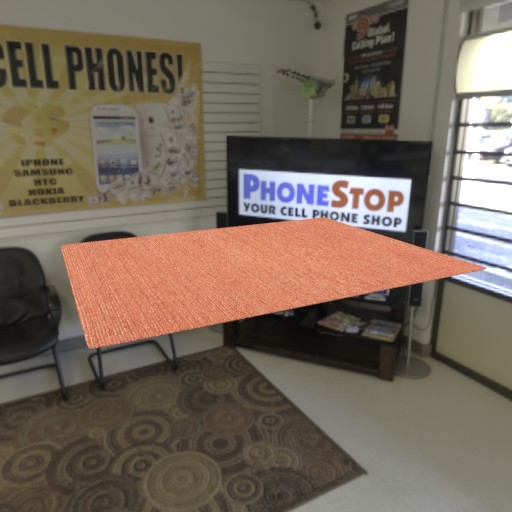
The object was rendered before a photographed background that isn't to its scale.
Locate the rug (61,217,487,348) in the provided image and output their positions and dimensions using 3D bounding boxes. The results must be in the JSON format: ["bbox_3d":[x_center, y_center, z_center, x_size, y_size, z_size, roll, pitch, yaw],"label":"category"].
[{"bbox_3d":[0.000,0.000,2.707,2.112,0.009,1.594,-8,18,-25],"label":"rug"}]
